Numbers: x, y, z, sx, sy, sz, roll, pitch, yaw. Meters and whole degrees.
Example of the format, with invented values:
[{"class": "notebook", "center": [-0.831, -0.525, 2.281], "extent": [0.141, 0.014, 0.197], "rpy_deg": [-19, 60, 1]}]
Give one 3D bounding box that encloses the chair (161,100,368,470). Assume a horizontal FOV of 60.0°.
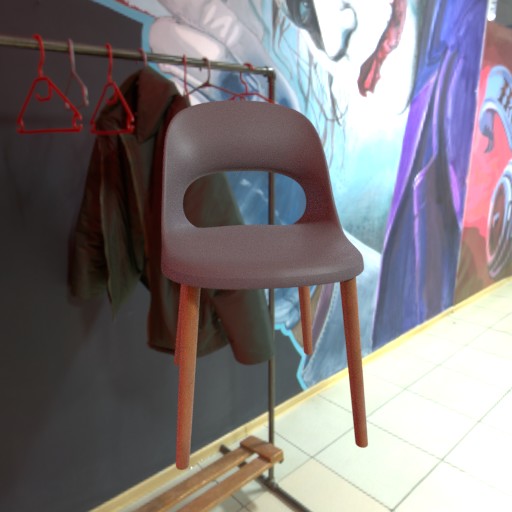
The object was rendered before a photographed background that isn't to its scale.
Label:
[{"class": "chair", "center": [0.000, 0.000, 1.133], "extent": [0.470, 0.795, 0.556], "rpy_deg": [-3, 15, -10]}]
